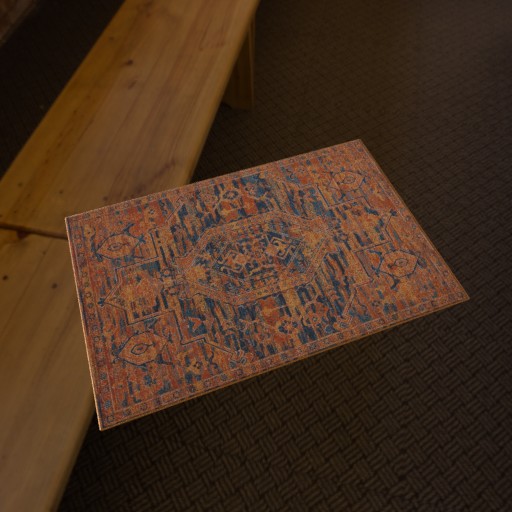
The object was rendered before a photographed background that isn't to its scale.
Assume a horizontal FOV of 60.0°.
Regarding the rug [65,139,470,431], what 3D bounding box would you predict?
[{"bbox_3d":[0.000,0.000,2.241,1.758,0.013,1.148,-17,59,-10],"label":"rug"}]
